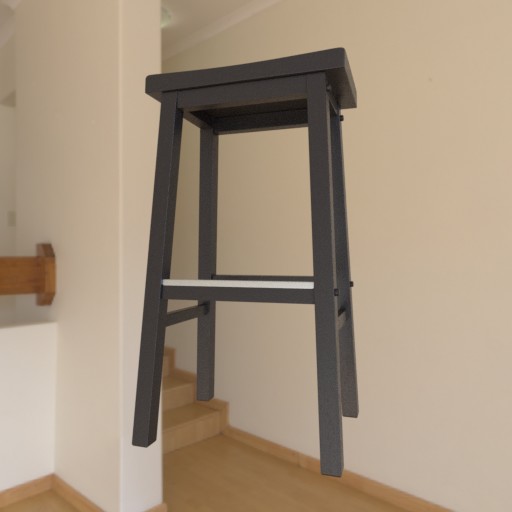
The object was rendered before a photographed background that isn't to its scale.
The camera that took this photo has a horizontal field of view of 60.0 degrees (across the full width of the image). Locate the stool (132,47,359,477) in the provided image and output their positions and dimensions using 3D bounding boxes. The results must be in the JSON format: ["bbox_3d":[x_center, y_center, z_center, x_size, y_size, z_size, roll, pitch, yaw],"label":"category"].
[{"bbox_3d":[0.000,0.000,0.955,0.406,0.742,0.322,0,0,18],"label":"stool"}]
